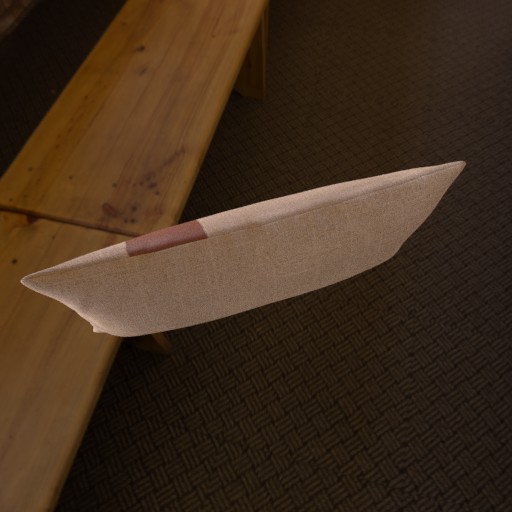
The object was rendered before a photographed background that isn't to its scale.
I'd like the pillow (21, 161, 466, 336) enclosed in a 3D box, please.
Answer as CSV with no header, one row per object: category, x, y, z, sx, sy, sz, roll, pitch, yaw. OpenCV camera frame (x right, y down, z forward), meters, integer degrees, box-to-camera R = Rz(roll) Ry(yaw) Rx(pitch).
pillow,0.000,0.000,0.714,0.612,0.282,0.155,-16,60,-9
